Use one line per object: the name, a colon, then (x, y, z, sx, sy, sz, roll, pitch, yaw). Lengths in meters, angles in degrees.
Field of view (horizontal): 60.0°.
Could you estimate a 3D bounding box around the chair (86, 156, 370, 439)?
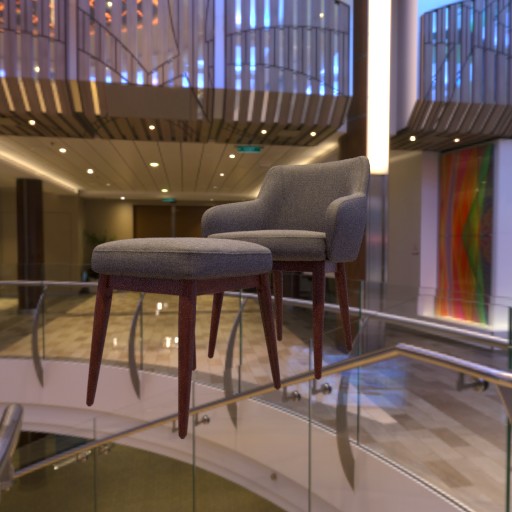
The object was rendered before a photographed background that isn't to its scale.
chair: (0.000, 0.000, 1.544, 0.584, 0.799, 1.107, 1, 2, 35)
